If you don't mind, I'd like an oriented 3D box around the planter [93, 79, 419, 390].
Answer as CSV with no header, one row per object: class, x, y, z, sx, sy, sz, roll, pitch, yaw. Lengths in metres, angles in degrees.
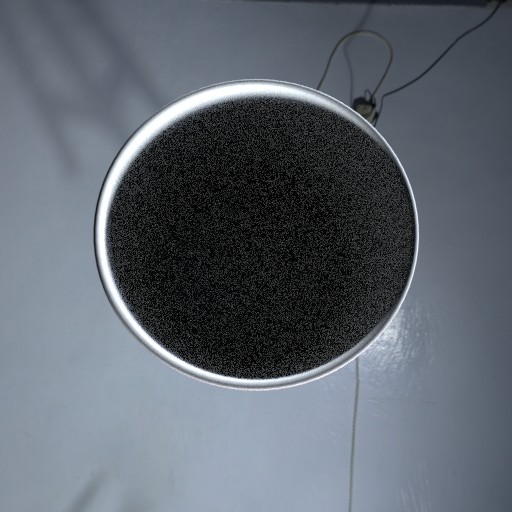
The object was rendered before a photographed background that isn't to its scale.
planter,0.000,0.000,0.792,0.440,0.398,0.440,0,76,0
